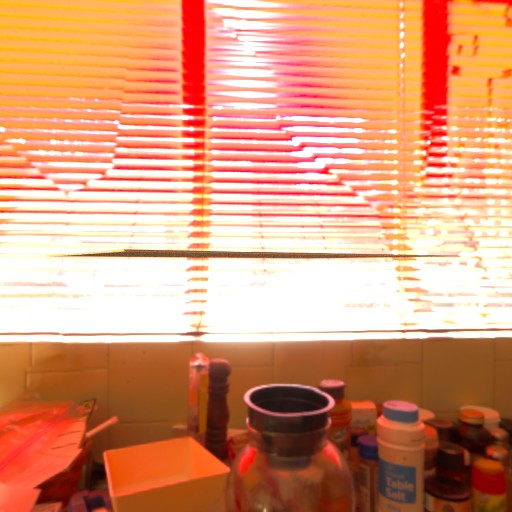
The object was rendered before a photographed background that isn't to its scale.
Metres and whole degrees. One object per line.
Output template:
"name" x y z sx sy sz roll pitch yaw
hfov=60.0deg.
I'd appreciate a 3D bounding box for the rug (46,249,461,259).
"rug" 0.000 0.000 2.344 1.828 0.007 1.220 1 -1 -35
